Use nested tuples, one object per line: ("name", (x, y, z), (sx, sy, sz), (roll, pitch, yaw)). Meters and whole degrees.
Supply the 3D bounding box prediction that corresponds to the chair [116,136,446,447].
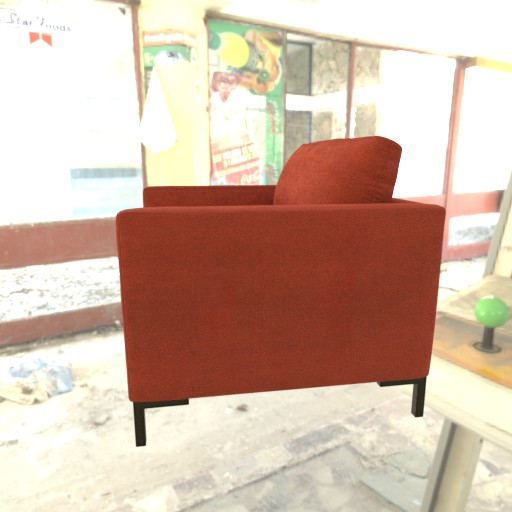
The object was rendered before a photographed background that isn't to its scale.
("chair", (0.000, 0.000, 1.586), (0.875, 0.812, 0.964), (-2, 13, -10))
